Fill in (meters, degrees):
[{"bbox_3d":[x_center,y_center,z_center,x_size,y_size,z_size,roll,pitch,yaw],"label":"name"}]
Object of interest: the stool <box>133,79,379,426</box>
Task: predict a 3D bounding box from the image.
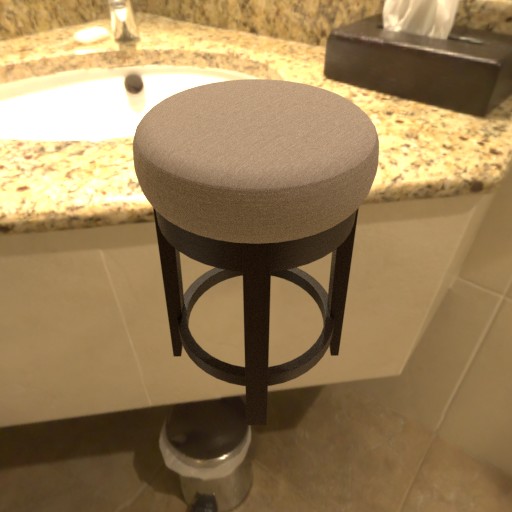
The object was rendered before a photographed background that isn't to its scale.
[{"bbox_3d":[0.000,0.000,0.988,0.443,0.672,0.443,0,41,0],"label":"stool"}]
